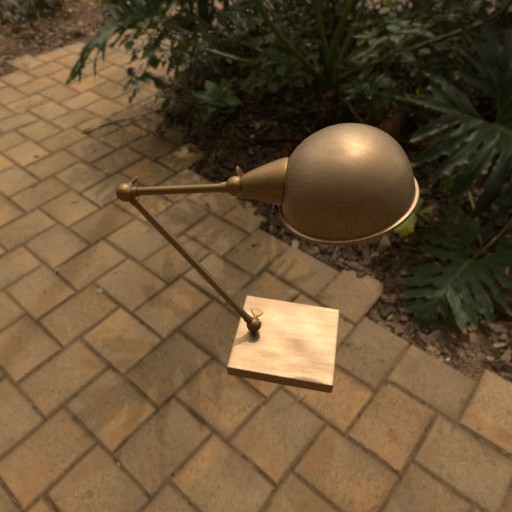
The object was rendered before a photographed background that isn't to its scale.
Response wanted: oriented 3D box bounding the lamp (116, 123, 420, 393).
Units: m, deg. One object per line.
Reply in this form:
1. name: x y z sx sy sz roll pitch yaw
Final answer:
1. lamp: 0.000 0.000 0.565 0.339 0.371 0.149 8 46 8
